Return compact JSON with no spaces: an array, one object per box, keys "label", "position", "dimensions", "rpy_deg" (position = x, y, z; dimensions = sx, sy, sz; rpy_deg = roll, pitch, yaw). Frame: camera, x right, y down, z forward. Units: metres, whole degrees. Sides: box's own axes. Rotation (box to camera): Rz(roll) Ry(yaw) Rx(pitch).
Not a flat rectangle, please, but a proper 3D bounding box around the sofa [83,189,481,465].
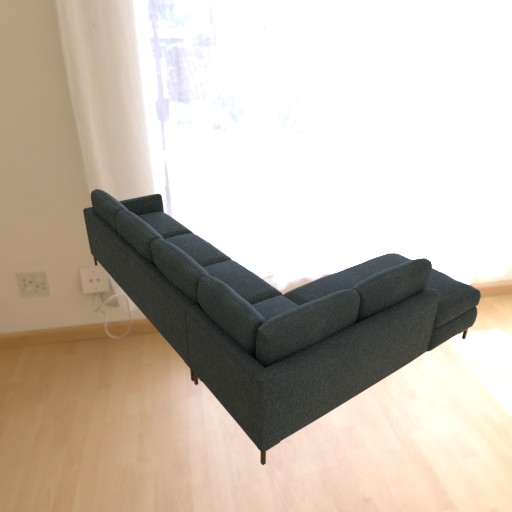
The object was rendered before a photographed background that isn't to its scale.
[{"label":"sofa","position":[0.000,0.000,3.781],"dimensions":[2.007,0.815,2.949],"rpy_deg":[-18,32,-31]}]
